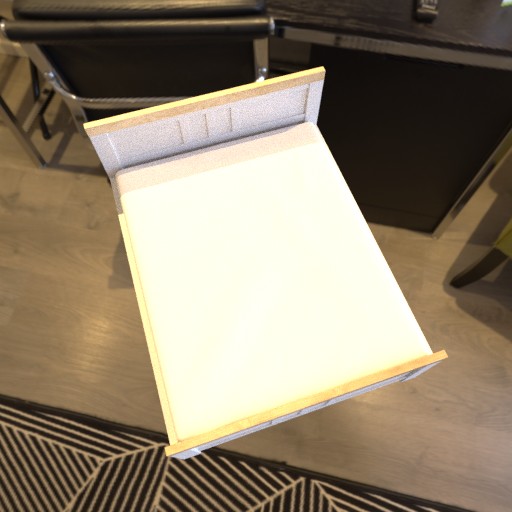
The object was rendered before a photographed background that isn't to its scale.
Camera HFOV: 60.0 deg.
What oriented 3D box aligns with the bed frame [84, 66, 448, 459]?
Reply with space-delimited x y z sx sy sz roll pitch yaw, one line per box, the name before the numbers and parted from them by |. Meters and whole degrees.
bed frame | 0.000 0.000 2.987 1.670 0.980 2.050 -17 65 -8
